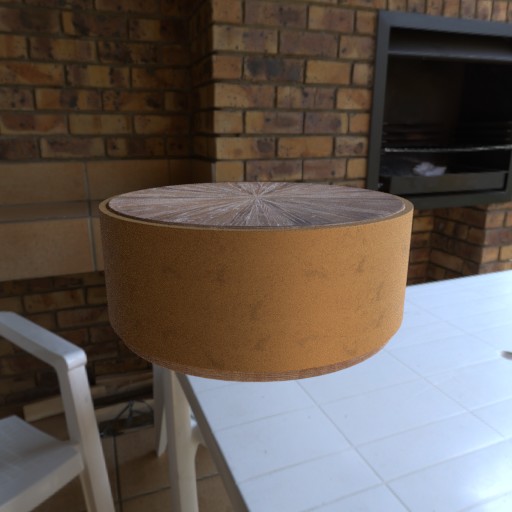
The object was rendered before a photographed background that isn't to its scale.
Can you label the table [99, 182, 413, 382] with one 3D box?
[{"bbox_3d":[0.000,0.000,1.541,1.001,0.409,1.001,0,16,0],"label":"table"}]
